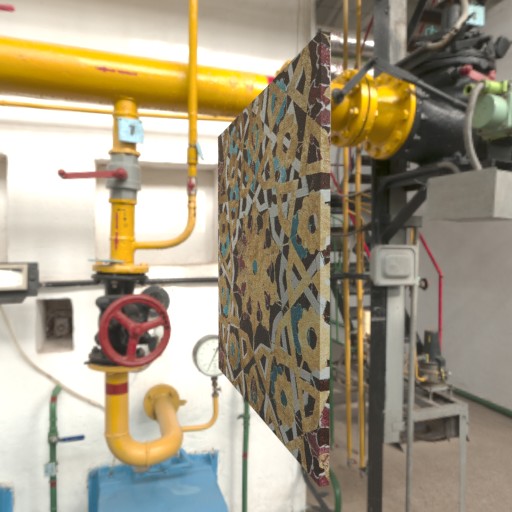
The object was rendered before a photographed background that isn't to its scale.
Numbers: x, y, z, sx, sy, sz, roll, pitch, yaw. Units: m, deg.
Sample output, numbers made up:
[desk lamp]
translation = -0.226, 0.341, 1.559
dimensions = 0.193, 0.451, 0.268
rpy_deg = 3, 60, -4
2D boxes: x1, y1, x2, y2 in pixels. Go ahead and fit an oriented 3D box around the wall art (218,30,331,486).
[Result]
[wall art]
translation = 0.000, 0.000, 0.588
dimensions = 0.010, 0.406, 0.404
rpy_deg = 0, 2, -18
